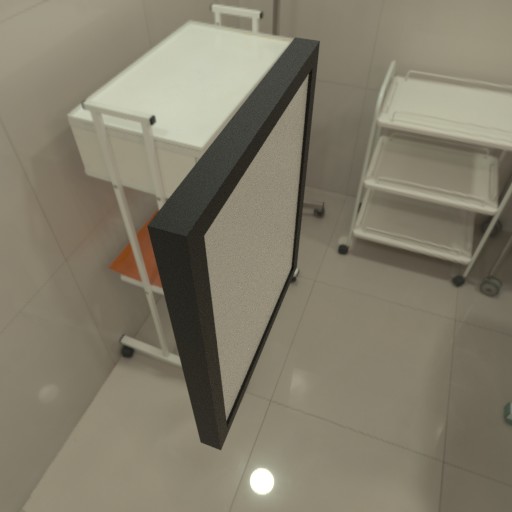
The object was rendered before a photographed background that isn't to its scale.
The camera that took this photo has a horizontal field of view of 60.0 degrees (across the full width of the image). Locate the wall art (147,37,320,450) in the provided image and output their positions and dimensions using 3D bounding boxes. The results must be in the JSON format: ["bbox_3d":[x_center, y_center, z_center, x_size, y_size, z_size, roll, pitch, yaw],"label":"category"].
[{"bbox_3d":[0.000,0.000,0.531,0.029,0.381,0.330,15,49,14],"label":"wall art"}]
